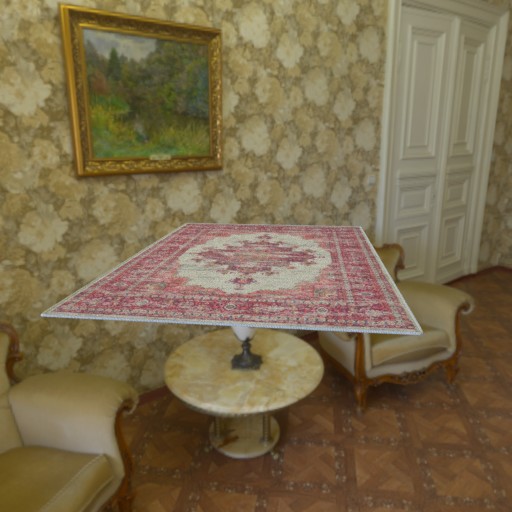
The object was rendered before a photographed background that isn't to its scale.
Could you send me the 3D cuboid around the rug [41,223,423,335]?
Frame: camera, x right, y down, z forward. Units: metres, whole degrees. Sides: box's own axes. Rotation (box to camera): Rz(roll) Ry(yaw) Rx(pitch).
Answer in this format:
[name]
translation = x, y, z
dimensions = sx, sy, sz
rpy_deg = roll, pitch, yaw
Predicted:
[rug]
translation = 0.000, 0.000, 3.656
dimensions = 2.005, 0.014, 2.878
rpy_deg = 2, 14, 7
